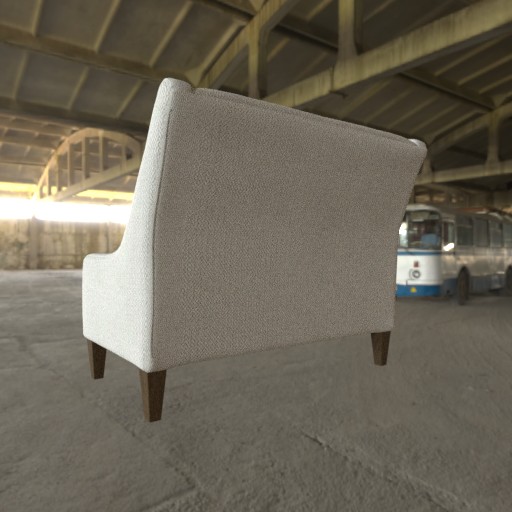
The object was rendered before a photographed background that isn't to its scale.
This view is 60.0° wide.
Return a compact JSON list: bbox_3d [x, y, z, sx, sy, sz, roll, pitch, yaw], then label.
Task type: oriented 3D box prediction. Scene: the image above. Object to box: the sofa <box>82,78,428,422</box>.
[{"bbox_3d":[0.000,0.000,1.904,1.242,1.022,0.870,-1,1,-36],"label":"sofa"}]
